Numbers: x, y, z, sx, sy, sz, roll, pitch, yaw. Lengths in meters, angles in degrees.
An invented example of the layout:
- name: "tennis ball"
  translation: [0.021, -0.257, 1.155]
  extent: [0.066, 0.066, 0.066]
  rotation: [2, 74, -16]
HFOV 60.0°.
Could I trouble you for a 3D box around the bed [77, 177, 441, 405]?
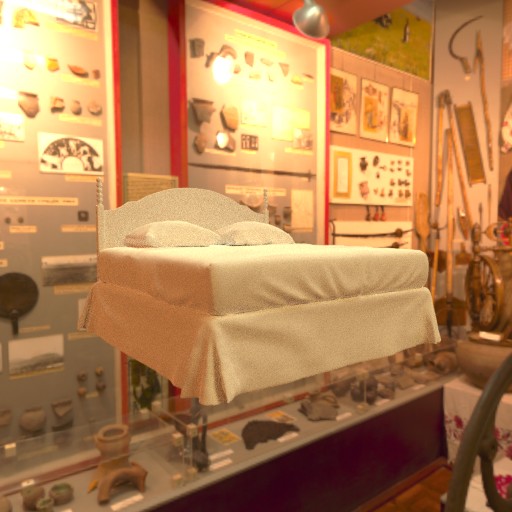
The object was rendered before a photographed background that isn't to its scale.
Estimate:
- name: "bed"
  translation: [0.000, 0.000, 3.657]
  extent: [2.322, 1.355, 2.219]
  rotation: [-3, 5, -36]
